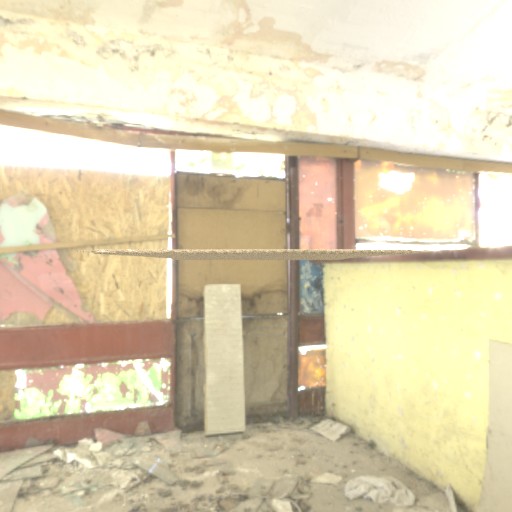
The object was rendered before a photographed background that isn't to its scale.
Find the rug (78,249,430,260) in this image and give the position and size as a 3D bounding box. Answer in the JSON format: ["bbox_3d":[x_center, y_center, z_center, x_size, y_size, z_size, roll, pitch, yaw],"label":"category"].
[{"bbox_3d":[0.000,0.000,3.348,1.664,0.029,2.615,0,-1,1],"label":"rug"}]
